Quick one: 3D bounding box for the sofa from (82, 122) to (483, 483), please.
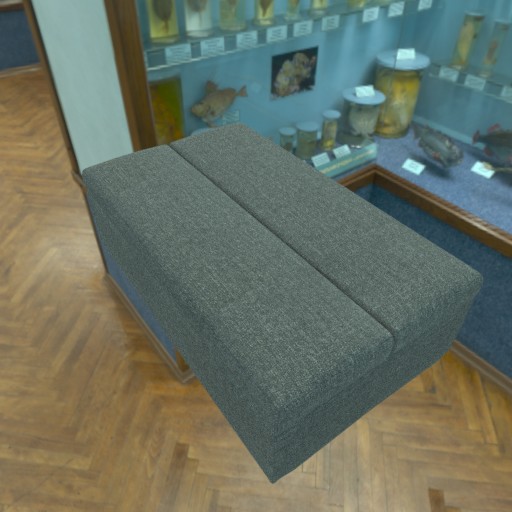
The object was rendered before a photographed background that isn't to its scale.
[{"bbox_3d":[0.000,0.000,1.558,0.782,0.417,1.198,-25,47,-26],"label":"sofa"}]
